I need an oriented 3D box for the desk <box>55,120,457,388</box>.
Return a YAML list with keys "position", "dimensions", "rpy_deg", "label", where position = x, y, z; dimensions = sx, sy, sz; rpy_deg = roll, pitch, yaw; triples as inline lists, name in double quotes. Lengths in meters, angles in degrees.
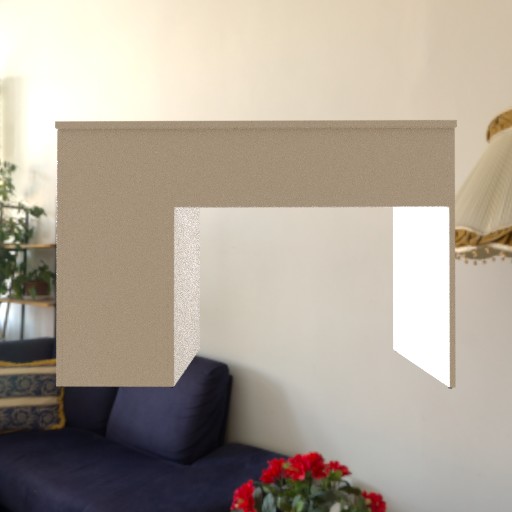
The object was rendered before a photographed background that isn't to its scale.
- position: [0.000, 0.000, 1.486]
  dimensions: [1.097, 0.735, 0.560]
  rpy_deg: [0, 0, 1]
  label: "desk"
